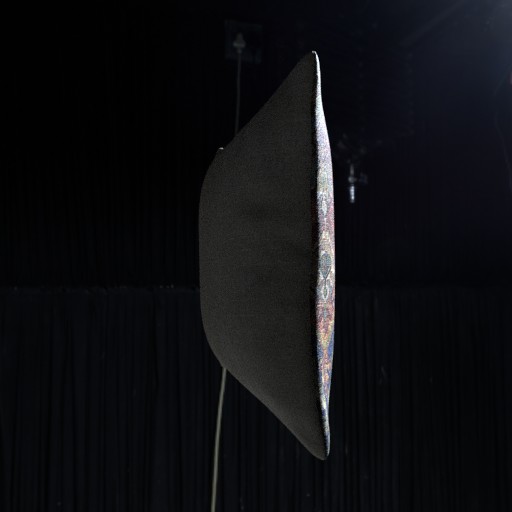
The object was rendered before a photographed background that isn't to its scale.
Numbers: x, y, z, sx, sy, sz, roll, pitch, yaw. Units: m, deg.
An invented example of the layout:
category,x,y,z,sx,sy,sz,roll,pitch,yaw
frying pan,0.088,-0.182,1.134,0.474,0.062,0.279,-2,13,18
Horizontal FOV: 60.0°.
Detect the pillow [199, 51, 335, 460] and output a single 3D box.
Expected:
category,x,y,z,sx,sy,sz,roll,pitch,yaw
pillow,0.000,0.000,0.787,0.166,0.506,0.523,0,-1,-18
